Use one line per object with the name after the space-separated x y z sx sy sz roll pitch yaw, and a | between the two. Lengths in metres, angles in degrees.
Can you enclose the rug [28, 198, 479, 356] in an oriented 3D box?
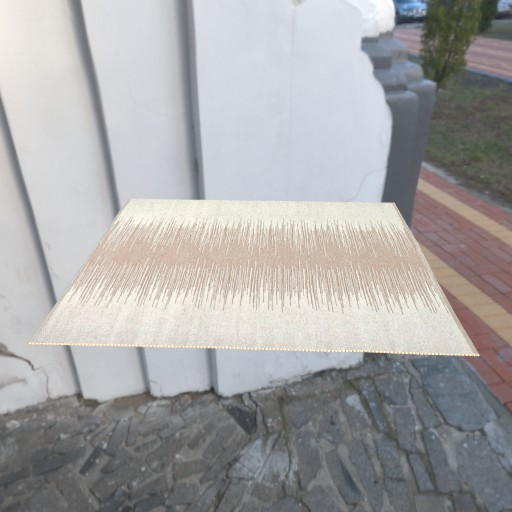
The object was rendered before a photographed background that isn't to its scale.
0.000 0.000 4.013 3.048 0.013 2.438 1 31 2 | rug
